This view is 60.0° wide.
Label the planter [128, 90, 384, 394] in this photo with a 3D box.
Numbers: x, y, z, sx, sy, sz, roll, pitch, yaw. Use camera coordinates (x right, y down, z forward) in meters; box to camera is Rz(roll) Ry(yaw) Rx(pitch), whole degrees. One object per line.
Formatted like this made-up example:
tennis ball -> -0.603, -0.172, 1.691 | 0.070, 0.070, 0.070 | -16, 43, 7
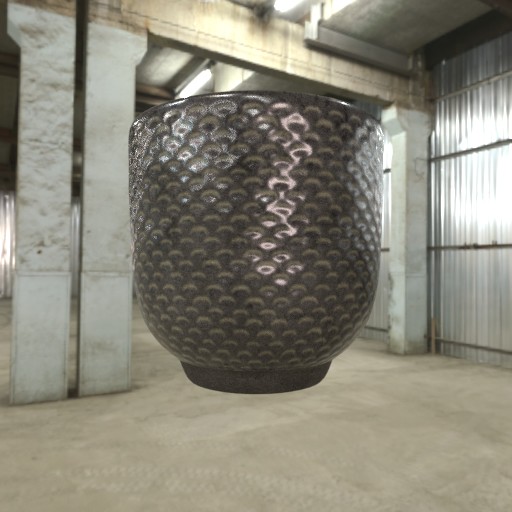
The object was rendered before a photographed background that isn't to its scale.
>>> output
planter -> 0.000, 0.000, 0.353 | 0.197, 0.191, 0.197 | 0, -1, 0
